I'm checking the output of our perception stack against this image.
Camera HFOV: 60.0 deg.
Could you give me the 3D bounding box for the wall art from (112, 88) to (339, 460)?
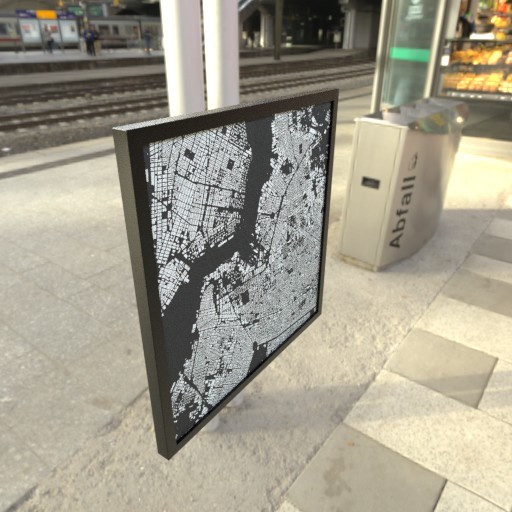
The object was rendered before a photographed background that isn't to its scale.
[{"bbox_3d":[0.000,0.000,1.156,0.038,0.761,0.755,18,32,32],"label":"wall art"}]
